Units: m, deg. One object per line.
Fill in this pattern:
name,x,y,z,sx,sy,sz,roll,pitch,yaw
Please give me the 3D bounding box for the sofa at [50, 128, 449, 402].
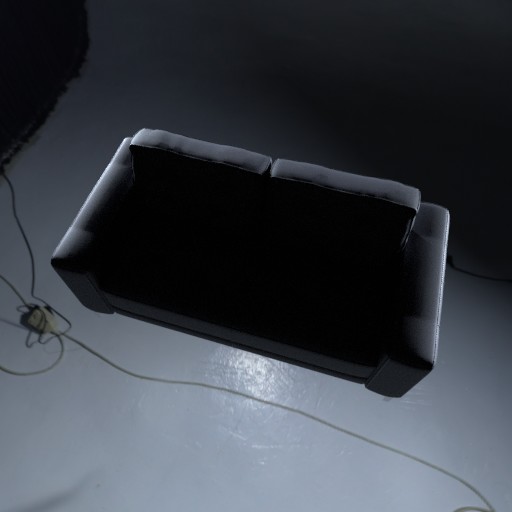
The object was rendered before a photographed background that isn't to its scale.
sofa,0.000,0.000,2.199,1.726,0.893,0.833,14,60,8
